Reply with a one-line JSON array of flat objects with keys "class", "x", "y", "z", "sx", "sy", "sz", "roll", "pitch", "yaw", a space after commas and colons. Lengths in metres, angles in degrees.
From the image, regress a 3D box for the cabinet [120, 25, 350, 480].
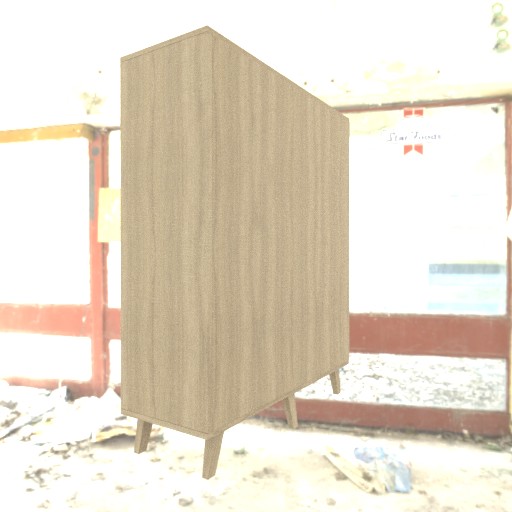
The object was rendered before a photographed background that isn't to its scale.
[{"class": "cabinet", "x": 0.000, "y": 0.000, "z": 1.898, "sx": 0.398, "sy": 1.388, "sz": 1.111, "roll": 0, "pitch": 0, "yaw": 34}]
